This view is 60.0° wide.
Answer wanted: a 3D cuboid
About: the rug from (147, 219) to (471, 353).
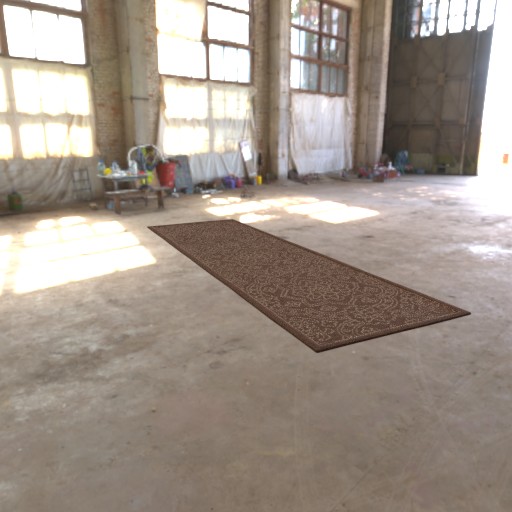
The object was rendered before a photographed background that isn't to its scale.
[{"bbox_3d":[0.000,0.000,2.714,0.769,0.012,2.448,-7,17,-26],"label":"rug"}]
